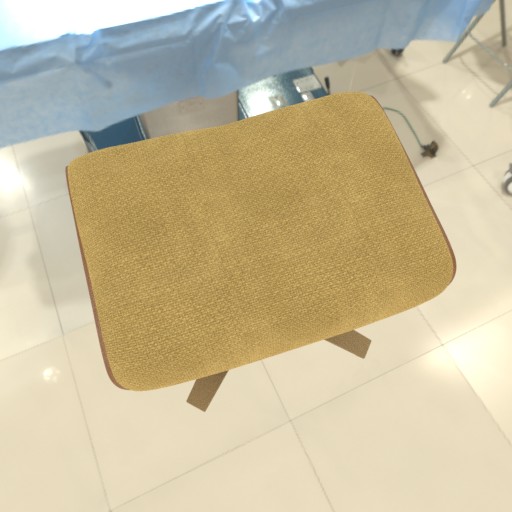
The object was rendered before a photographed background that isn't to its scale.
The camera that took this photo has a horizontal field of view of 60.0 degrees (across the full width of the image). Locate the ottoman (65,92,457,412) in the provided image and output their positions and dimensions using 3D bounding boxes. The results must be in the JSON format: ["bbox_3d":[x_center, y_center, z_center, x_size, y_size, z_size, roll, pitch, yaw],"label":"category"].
[{"bbox_3d":[0.000,0.000,0.799,0.520,0.391,0.394,-16,63,-8],"label":"ottoman"}]
